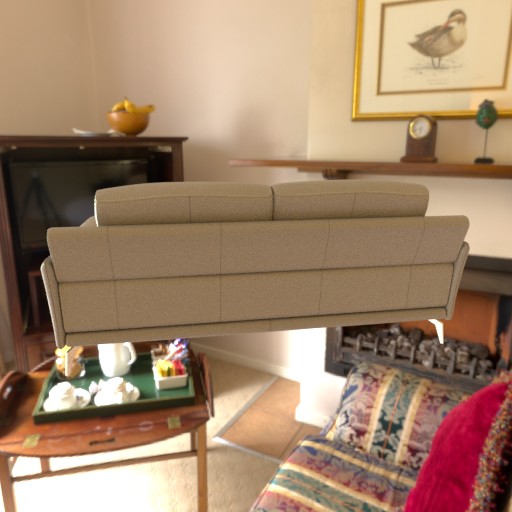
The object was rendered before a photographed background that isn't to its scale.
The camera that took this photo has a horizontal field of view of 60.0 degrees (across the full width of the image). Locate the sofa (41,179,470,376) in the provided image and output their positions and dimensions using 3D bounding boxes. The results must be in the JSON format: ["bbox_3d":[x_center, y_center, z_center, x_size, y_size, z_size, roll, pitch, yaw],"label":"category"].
[{"bbox_3d":[0.000,0.000,2.606,2.101,0.930,1.049,-3,14,-10],"label":"sofa"}]
